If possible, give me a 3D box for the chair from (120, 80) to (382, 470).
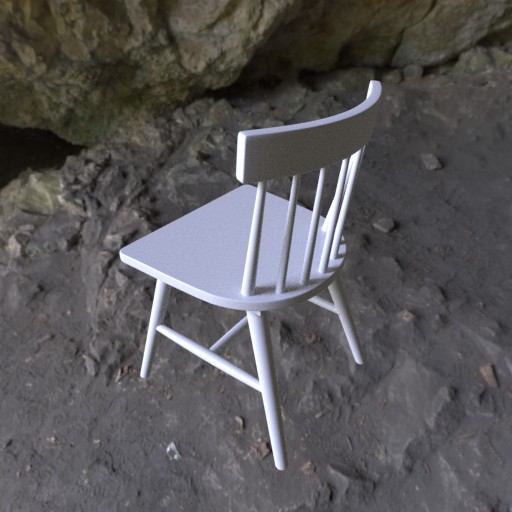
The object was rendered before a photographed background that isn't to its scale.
[{"bbox_3d":[0.000,0.000,1.098,0.500,0.787,0.483,22,39,30],"label":"chair"}]
